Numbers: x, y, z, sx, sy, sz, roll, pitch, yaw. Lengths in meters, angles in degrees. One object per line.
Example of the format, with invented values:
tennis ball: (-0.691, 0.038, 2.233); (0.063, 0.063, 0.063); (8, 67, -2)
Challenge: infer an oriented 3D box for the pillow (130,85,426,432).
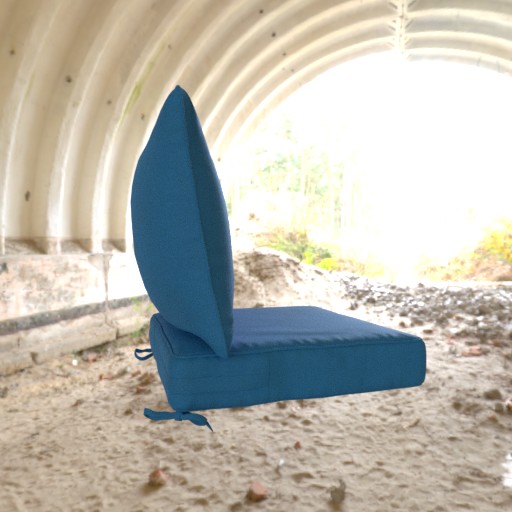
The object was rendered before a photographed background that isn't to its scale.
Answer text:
pillow: (0.000, 0.000, 1.347); (0.733, 0.725, 0.798); (0, 1, -17)
